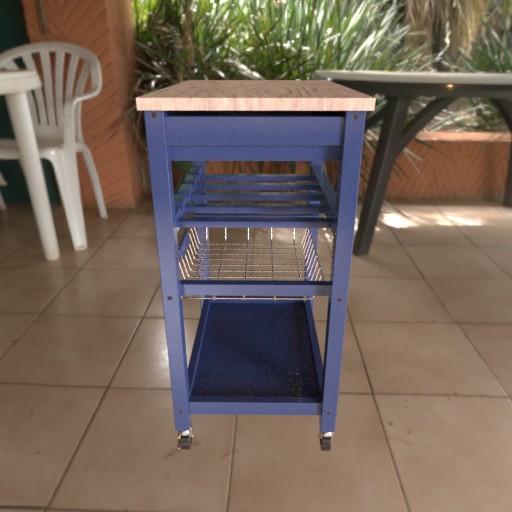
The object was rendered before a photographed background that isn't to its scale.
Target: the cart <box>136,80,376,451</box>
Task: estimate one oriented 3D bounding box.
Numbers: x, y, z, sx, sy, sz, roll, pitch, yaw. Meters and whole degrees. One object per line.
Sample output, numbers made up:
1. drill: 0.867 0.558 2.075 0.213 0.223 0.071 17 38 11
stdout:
1. cart: 0.000 0.000 1.172 0.403 0.839 0.584 0 24 1
